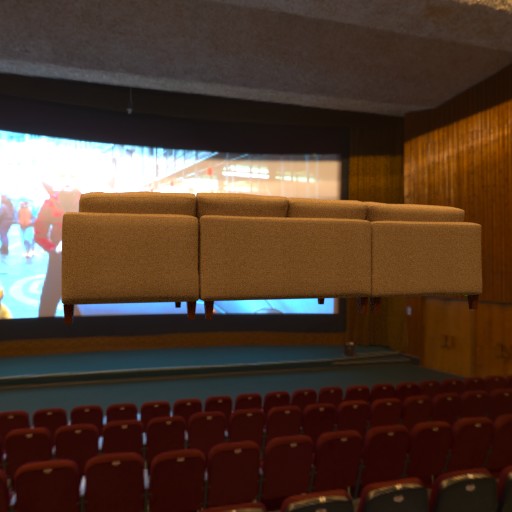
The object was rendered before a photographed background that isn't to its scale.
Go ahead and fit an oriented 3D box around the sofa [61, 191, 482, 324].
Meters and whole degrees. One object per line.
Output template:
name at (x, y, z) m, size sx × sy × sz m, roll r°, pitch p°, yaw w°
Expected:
sofa at (0.000, 0.000, 4.636) m, size 3.460 × 0.961 × 2.594 m, roll 0°, pitch -1°, yaw -16°
